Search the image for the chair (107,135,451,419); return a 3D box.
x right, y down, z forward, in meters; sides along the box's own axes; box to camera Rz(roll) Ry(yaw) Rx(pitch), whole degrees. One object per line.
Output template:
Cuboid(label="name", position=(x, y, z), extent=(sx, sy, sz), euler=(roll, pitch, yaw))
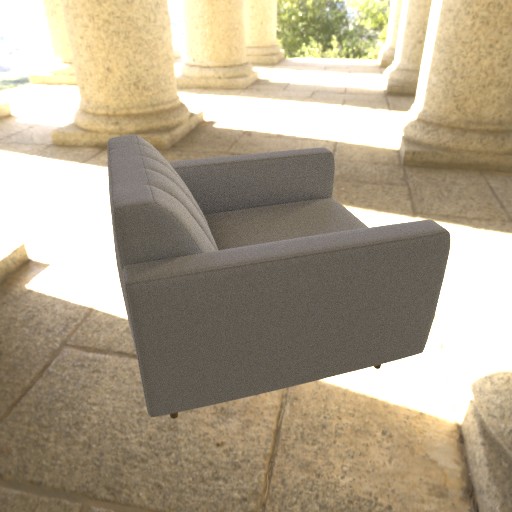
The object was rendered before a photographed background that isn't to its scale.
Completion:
Cuboid(label="chair", position=(0.000, 0.000, 1.689), extent=(0.998, 0.819, 0.953), euler=(-9, 32, -15))
